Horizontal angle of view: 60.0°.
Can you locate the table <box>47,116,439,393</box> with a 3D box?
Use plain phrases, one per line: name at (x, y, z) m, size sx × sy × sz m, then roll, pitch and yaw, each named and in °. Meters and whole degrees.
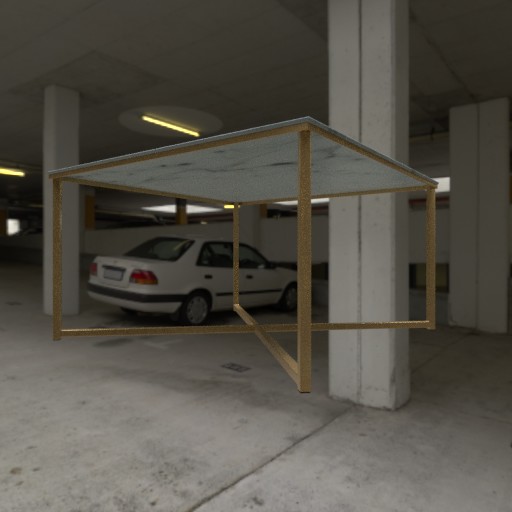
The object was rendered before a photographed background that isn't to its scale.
table at (0.000, 0.000, 1.270) m, size 0.800 × 0.450 × 0.800 m, roll 0°, pitch 0°, yaw 36°
